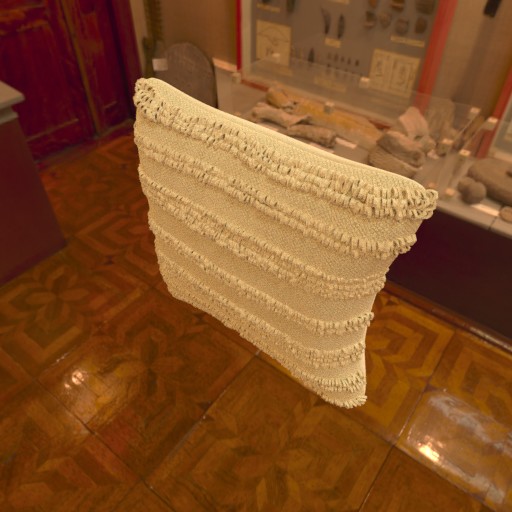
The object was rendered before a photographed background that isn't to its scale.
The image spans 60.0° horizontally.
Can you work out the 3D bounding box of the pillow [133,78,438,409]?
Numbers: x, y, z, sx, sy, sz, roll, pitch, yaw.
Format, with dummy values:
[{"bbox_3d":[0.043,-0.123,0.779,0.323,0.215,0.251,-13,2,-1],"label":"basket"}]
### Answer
[{"bbox_3d":[0.000,0.000,0.656,0.437,0.427,0.145,30,51,27],"label":"pillow"}]
